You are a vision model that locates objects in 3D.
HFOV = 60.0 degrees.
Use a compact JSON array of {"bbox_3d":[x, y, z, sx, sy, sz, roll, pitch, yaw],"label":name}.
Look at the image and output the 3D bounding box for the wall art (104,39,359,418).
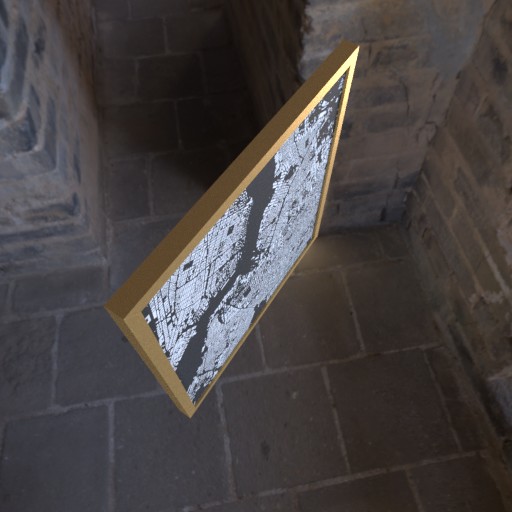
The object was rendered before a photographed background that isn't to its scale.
[{"bbox_3d":[0.000,0.000,2.878,0.099,1.926,1.926,30,64,16],"label":"wall art"}]
